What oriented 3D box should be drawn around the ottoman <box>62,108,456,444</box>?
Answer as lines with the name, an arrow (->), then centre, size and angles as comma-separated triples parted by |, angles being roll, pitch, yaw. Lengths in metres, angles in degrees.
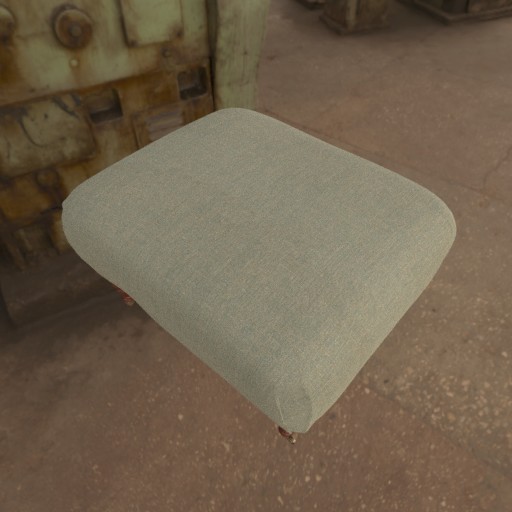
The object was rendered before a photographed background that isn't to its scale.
ottoman -> 0.000, 0.000, 1.104 | 0.747, 0.450, 0.622 | 32, 54, 27
